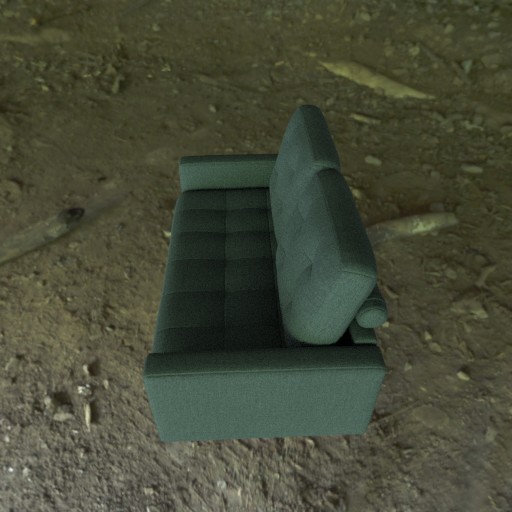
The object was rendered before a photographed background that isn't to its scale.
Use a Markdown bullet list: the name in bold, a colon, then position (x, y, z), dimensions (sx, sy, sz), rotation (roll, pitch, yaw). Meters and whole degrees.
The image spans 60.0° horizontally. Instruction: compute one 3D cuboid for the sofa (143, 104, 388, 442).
- **sofa**: position (0.000, 0.000, 1.992), dimensions (0.842, 0.907, 1.407), rotation (-2, 42, -2)
